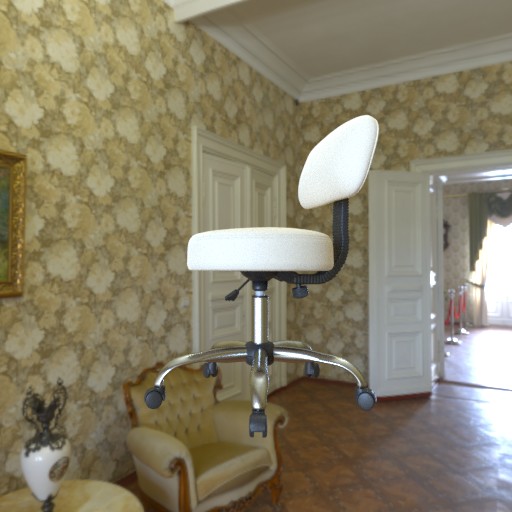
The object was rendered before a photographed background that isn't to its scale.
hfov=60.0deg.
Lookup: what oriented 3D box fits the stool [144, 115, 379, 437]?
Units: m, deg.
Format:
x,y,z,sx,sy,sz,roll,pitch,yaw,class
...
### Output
x,y,z,sx,sy,sz,roll,pitch,yaw,class
0.000,0.000,1.270,0.616,0.810,0.609,0,-2,-16,stool
